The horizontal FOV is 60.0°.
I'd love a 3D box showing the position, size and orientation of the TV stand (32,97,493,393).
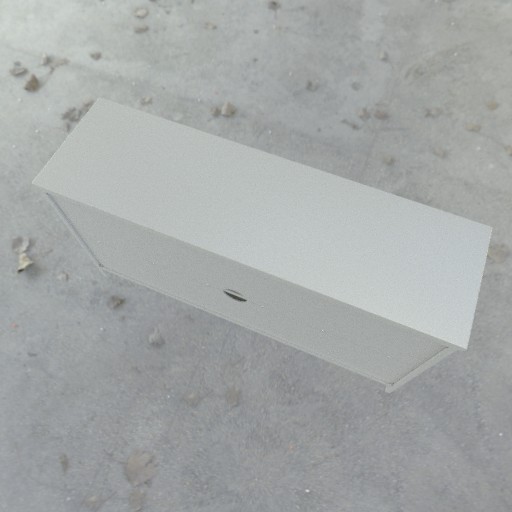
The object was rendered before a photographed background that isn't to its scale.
[{"bbox_3d":[0.000,0.000,1.431,1.167,0.603,0.344,21,65,10],"label":"TV stand"}]
